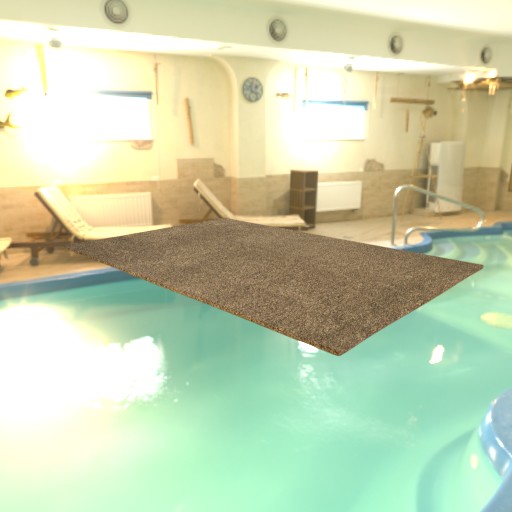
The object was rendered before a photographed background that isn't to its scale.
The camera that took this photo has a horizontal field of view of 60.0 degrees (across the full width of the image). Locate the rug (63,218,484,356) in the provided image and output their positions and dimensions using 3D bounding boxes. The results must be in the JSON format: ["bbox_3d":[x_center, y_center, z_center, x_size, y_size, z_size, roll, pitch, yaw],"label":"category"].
[{"bbox_3d":[0.000,0.000,3.381,2.699,0.026,1.802,14,21,42],"label":"rug"}]
